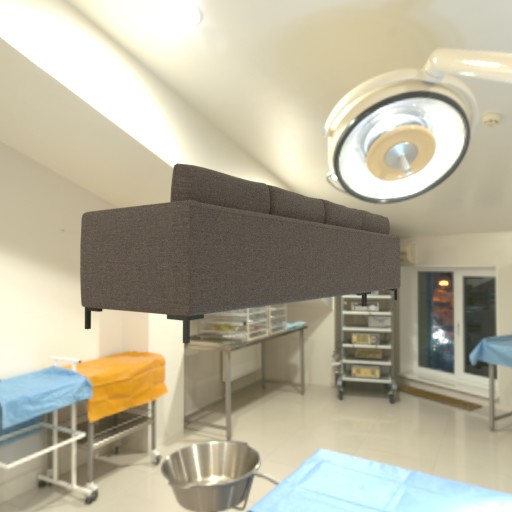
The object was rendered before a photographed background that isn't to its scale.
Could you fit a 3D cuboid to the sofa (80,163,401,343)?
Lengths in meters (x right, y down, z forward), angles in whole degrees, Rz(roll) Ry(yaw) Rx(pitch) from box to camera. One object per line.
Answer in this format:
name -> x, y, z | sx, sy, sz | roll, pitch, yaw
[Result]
sofa -> 0.000, 0.000, 3.190 | 1.258, 0.754, 2.731 | -1, -1, 35
